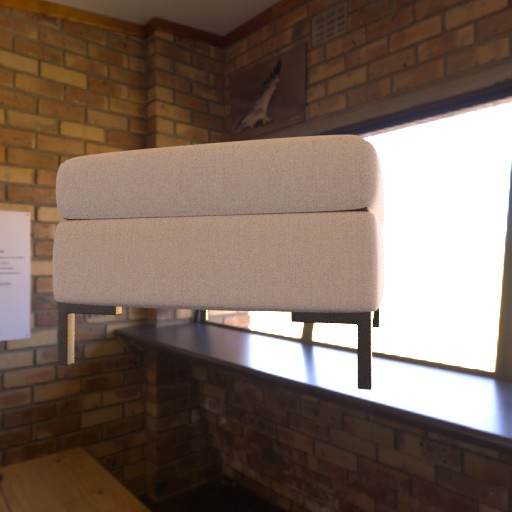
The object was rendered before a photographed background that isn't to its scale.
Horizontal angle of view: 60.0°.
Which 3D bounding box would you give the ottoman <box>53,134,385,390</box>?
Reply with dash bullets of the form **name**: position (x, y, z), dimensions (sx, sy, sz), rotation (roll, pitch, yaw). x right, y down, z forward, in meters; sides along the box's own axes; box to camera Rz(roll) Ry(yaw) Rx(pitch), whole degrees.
- **ottoman**: position (0.000, 0.000, 1.174), dimensions (0.657, 0.453, 0.794), rotation (0, -1, 17)
